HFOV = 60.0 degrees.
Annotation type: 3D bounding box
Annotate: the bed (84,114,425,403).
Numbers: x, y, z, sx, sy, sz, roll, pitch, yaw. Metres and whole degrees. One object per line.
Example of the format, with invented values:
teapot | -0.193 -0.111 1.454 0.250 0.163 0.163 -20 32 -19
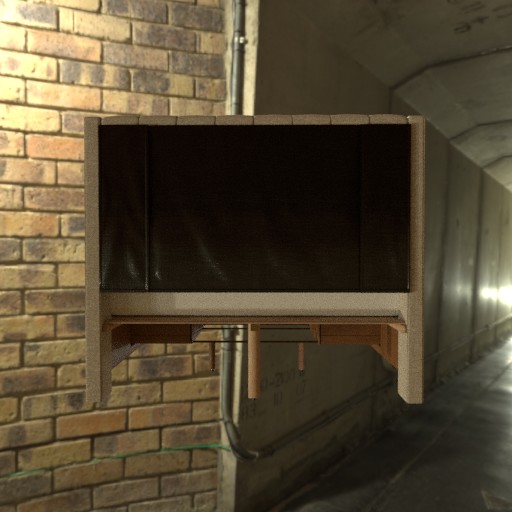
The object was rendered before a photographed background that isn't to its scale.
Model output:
bed | 0.000 0.000 3.830 2.044 1.748 2.372 0 1 1
